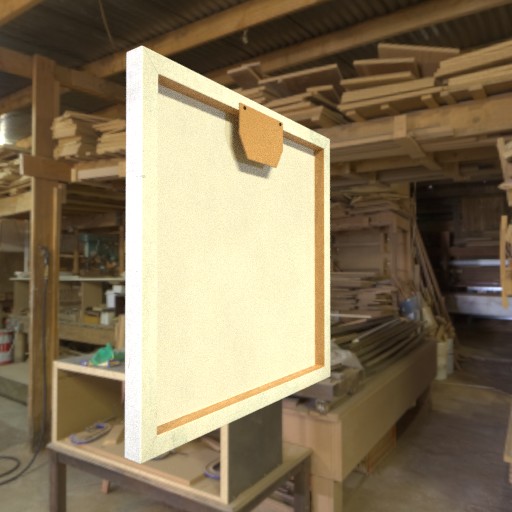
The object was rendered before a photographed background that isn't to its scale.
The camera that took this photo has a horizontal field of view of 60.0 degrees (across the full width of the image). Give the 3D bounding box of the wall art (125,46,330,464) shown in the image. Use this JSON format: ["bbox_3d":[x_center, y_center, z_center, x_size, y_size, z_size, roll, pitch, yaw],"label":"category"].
[{"bbox_3d":[0.000,0.000,0.893,0.044,0.605,0.605,-1,-1,36],"label":"wall art"}]
